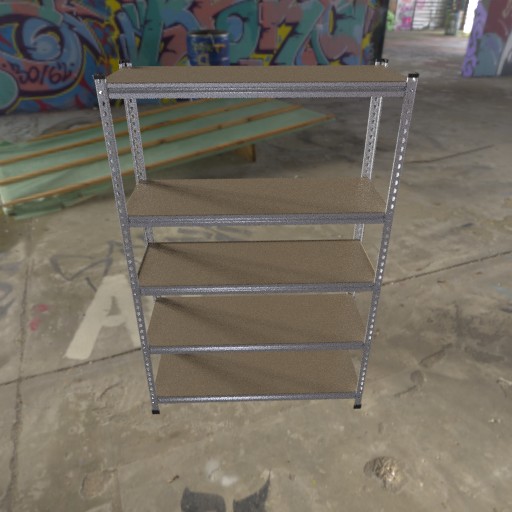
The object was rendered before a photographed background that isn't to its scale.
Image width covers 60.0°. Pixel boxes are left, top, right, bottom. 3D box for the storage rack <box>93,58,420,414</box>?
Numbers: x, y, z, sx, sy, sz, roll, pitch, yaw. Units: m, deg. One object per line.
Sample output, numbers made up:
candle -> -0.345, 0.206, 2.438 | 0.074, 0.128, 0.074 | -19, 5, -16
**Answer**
storage rack -> 0.000, 0.000, 2.303 | 1.219, 1.829, 0.457 | -1, 31, -2
